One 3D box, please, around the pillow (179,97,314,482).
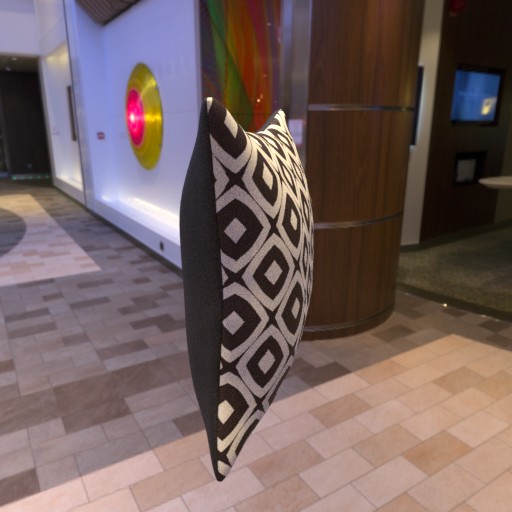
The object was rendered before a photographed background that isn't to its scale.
[{"bbox_3d":[0.000,0.000,0.764,0.188,0.494,0.504,3,17,11],"label":"pillow"}]
